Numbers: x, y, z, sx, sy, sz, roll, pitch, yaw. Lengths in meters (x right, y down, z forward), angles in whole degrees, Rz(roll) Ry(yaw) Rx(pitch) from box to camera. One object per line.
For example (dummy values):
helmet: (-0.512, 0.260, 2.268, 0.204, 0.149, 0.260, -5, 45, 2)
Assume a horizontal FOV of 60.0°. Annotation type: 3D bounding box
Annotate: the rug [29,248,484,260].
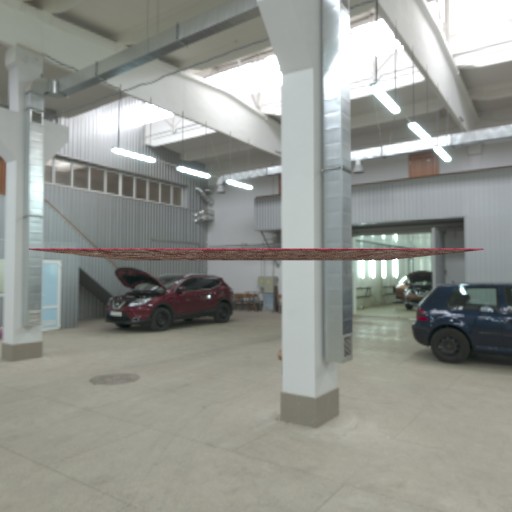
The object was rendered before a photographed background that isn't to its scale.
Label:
rug: (0.000, 0.000, 2.911, 2.184, 0.007, 1.579, 0, -2, 0)
